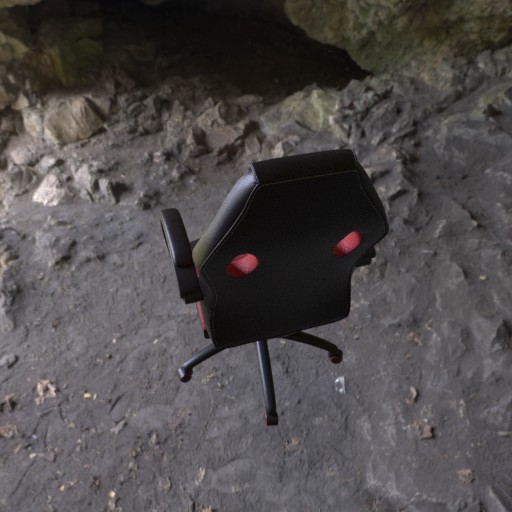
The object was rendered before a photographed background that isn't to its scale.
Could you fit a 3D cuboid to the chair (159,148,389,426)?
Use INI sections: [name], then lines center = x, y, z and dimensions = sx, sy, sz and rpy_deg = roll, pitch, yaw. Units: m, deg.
[chair]
center = 0.000, 0.000, 1.692
dimensions = 0.750, 1.189, 0.783
rpy_deg = -11, 42, -13
